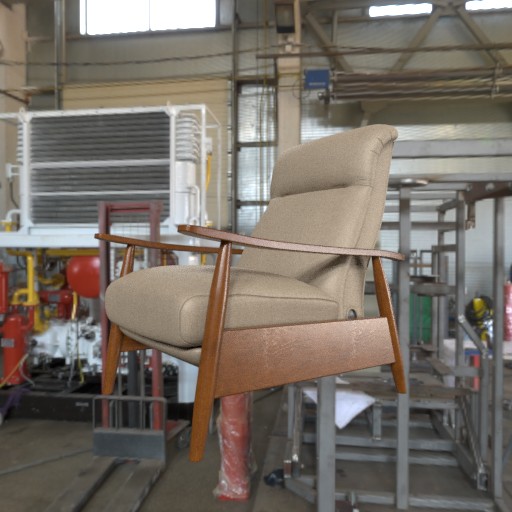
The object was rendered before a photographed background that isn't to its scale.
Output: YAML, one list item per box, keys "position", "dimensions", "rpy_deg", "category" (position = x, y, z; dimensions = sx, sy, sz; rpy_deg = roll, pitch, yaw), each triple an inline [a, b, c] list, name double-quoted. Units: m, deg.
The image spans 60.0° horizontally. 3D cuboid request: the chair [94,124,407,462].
- position: [0.000, 0.000, 1.753]
  dimensions: [1.032, 1.082, 0.762]
  rpy_deg: [0, 1, -37]
  category: "chair"
